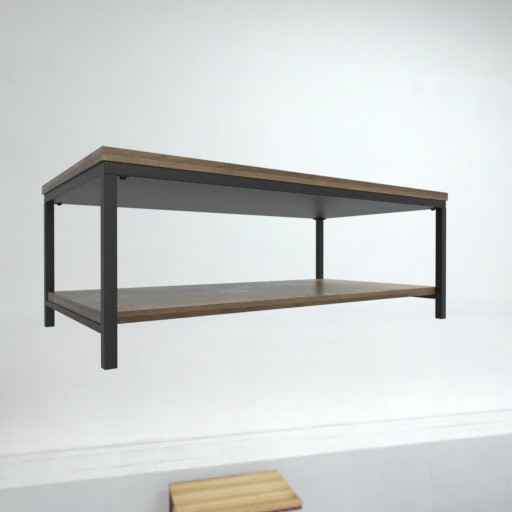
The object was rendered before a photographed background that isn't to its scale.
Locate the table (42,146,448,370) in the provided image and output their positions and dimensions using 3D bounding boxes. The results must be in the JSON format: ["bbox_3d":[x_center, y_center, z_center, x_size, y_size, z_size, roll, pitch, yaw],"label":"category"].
[{"bbox_3d":[0.000,0.000,1.313,1.062,0.393,0.574,0,1,-35],"label":"table"}]
